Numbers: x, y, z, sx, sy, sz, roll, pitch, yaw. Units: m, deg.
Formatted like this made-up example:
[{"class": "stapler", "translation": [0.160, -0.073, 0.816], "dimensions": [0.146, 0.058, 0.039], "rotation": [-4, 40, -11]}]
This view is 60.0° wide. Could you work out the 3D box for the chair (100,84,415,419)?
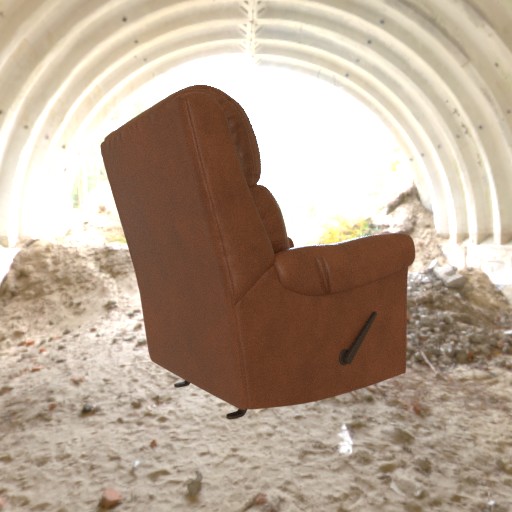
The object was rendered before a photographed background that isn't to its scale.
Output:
[{"class": "chair", "translation": [0.000, 0.000, 1.765], "dimensions": [1.014, 1.054, 0.838], "rotation": [-1, 2, -36]}]
